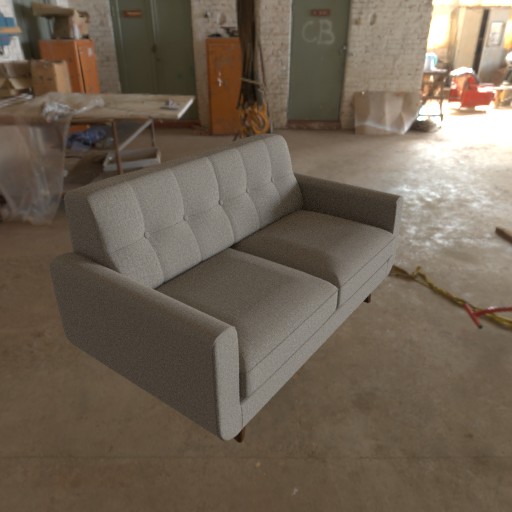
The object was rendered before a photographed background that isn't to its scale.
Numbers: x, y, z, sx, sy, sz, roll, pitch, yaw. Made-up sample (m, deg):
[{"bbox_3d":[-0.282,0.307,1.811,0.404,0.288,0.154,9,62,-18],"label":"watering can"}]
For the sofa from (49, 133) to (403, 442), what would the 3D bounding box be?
[{"bbox_3d":[0.000,0.000,2.249,0.952,0.925,1.651,19,33,32],"label":"sofa"}]
